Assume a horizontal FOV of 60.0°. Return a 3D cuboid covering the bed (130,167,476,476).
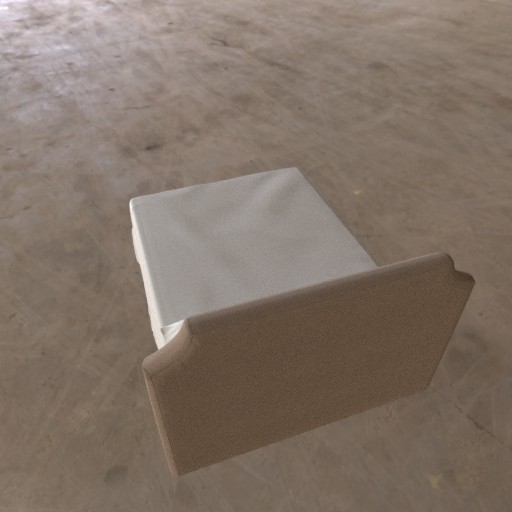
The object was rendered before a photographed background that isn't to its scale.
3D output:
[{"bbox_3d":[0.000,0.000,3.233,1.828,1.303,2.164,-13,43,-14],"label":"bed"}]
